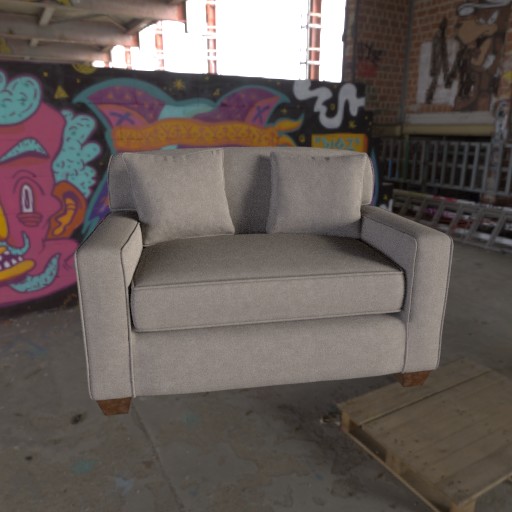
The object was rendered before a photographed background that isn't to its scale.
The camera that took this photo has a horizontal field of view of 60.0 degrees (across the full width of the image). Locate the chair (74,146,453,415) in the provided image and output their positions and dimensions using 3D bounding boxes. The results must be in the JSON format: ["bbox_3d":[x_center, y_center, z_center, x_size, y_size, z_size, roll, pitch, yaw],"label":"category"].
[{"bbox_3d":[0.000,0.000,2.042,1.395,0.953,0.992,-3,16,-9],"label":"chair"}]
